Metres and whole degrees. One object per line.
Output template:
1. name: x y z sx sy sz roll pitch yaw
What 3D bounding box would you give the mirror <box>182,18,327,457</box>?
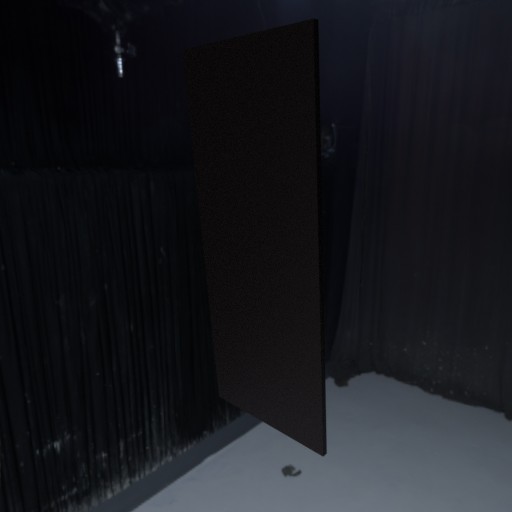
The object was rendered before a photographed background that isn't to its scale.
1. mirror: 0.000 0.000 2.256 0.812 2.020 0.221 13 19 43
